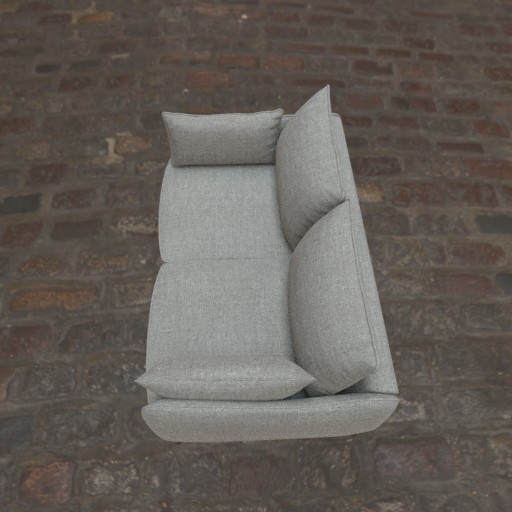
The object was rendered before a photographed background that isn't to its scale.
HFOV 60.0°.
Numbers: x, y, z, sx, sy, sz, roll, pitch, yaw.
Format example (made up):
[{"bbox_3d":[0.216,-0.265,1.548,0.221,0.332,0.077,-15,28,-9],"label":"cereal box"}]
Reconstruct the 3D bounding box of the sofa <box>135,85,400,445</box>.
[{"bbox_3d":[0.000,0.000,2.092,0.972,0.851,1.580,-2,58,-1],"label":"sofa"}]
